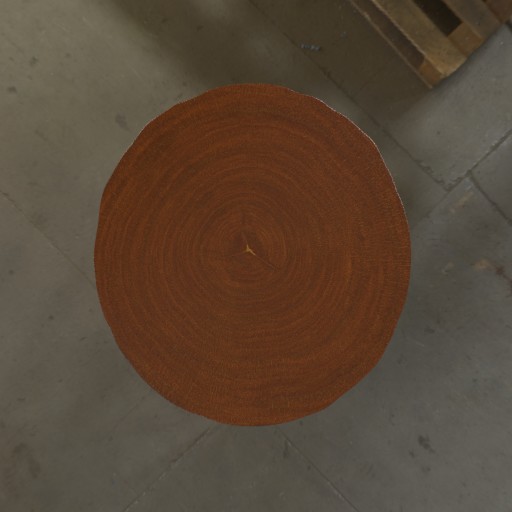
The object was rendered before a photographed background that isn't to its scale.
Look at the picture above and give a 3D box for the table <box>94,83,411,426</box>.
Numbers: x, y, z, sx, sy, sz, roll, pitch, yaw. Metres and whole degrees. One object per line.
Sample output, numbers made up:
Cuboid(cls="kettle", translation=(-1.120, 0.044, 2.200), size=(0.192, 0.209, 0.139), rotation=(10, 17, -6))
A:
Cuboid(cls="table", translation=(0.000, 0.000, 0.754), size=(0.380, 0.450, 0.410), rotation=(0, 89, 2))
